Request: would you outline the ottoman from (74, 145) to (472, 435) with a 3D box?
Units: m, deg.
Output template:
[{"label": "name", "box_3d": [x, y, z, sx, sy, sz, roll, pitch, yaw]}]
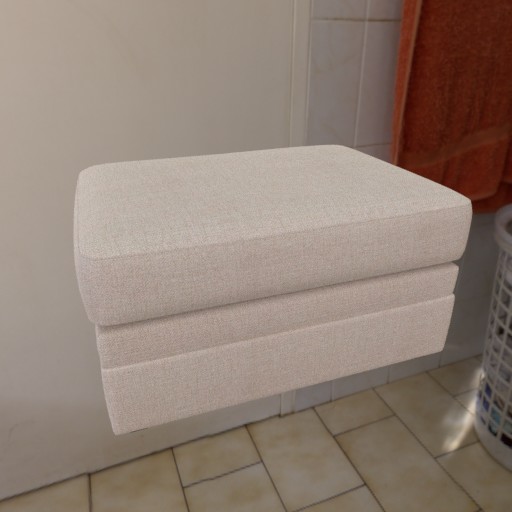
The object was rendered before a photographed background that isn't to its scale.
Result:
[{"label": "ottoman", "box_3d": [0.000, 0.000, 1.210, 0.885, 0.478, 0.637, -9, 27, -18]}]
